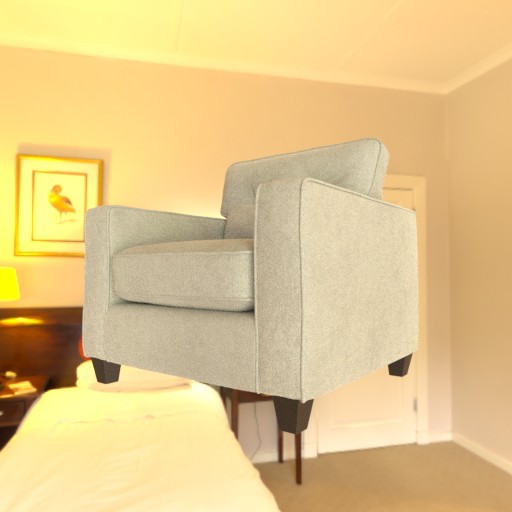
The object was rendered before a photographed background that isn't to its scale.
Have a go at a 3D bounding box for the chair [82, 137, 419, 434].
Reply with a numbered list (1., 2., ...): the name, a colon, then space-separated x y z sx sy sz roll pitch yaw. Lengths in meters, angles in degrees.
1. chair: 0.000 0.000 1.763 1.015 0.965 0.939 -1 -2 37
